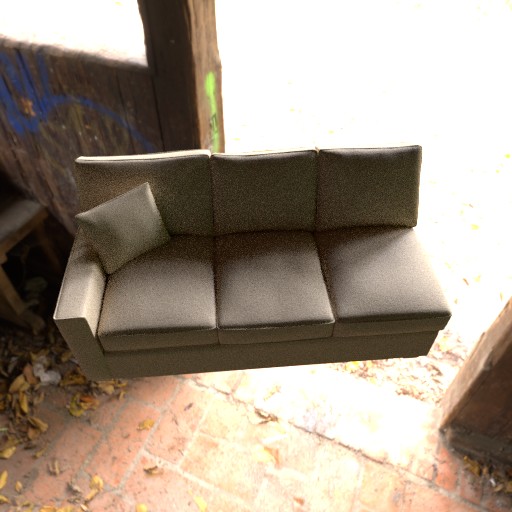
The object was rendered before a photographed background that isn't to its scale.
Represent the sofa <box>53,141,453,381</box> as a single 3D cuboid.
[{"bbox_3d":[0.000,0.000,2.537,1.962,0.946,1.034,-3,46,-3],"label":"sofa"}]
